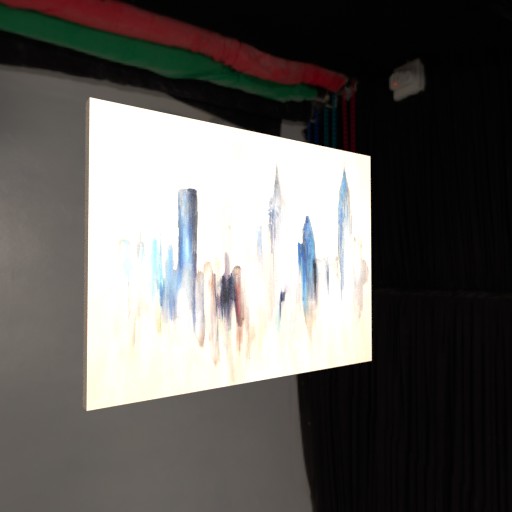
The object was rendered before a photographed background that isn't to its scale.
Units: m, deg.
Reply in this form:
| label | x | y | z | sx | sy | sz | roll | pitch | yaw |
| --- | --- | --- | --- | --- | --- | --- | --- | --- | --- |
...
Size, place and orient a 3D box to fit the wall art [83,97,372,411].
| label | x | y | z | sx | sy | sz | roll | pitch | yaw |
| --- | --- | --- | --- | --- | --- | --- | --- | --- | --- |
| wall art | 0.000 | 0.000 | 1.380 | 1.016 | 0.762 | 0.038 | 1 | -2 | -35 |
